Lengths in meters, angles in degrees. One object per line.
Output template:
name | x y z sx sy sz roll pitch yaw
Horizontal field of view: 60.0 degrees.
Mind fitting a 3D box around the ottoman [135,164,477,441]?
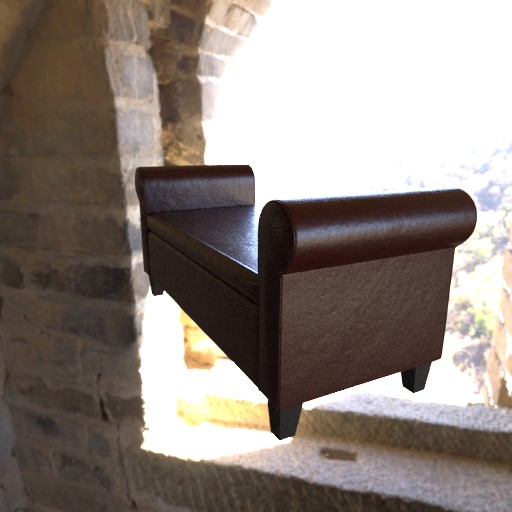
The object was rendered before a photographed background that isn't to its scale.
ottoman | 0.000 0.000 1.502 0.521 0.547 1.256 -8 17 -27
